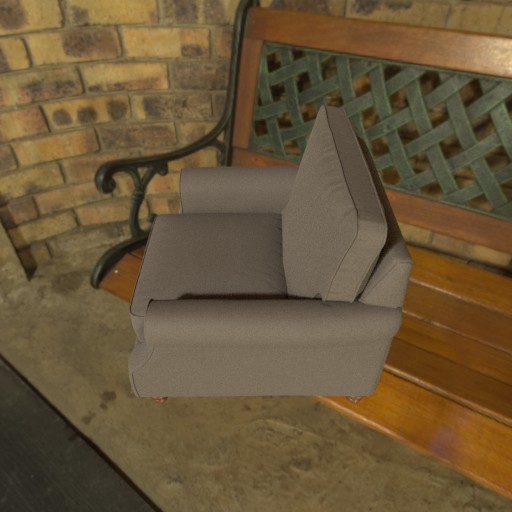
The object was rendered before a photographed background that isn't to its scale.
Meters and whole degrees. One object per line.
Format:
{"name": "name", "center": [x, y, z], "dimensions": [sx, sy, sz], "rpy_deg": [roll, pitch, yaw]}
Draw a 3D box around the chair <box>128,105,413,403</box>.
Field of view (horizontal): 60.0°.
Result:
{"name": "chair", "center": [0.000, 0.000, 1.820], "dimensions": [0.966, 0.967, 1.029], "rpy_deg": [0, 41, 0]}
